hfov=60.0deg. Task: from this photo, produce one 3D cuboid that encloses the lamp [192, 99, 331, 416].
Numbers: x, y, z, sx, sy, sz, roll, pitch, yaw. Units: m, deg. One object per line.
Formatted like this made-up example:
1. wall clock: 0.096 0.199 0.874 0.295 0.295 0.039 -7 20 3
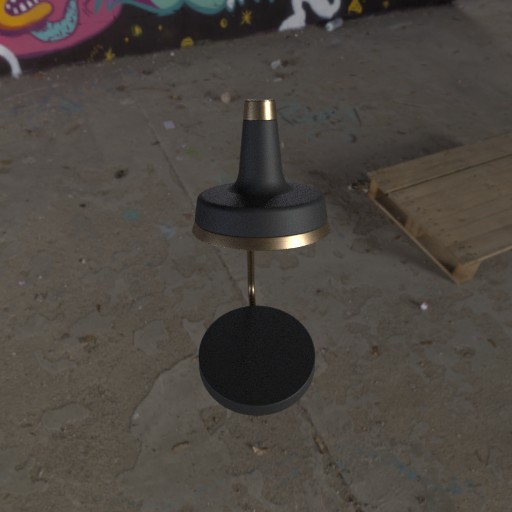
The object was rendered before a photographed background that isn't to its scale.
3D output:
1. lamp: 0.000 0.000 0.496 0.162 0.385 0.218 -3 46 -3
